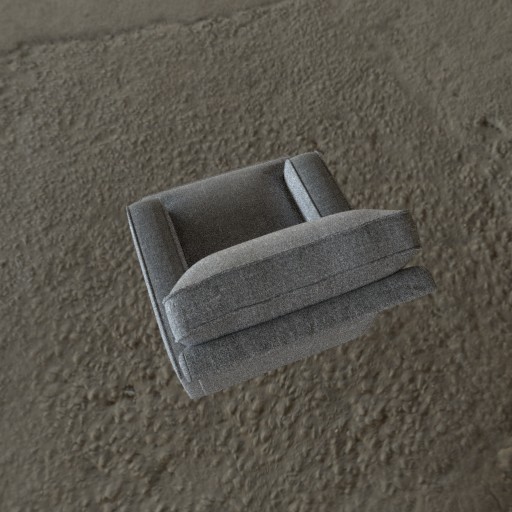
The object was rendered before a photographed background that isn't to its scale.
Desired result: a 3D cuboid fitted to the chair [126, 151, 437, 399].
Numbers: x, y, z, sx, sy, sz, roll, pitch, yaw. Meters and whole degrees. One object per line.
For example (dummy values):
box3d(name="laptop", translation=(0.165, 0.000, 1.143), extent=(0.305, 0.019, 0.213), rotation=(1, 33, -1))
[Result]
box3d(name="chair", translation=(0.000, 0.000, 1.717), extent=(0.861, 0.962, 0.964), rotation=(-18, 61, -11))
